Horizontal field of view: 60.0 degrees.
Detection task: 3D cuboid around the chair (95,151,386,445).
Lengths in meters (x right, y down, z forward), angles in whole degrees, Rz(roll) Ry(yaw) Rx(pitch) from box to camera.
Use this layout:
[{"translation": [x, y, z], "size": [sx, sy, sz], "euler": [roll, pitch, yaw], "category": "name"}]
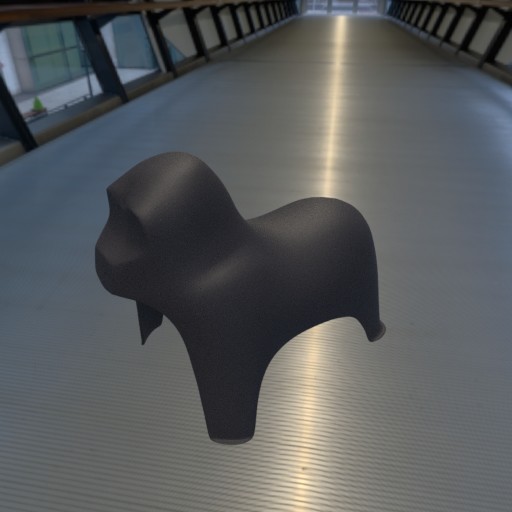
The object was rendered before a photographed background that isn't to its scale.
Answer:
[{"translation": [0.000, 0.000, 1.115], "size": [0.758, 0.600, 0.490], "euler": [-21, 37, -30], "category": "chair"}]
